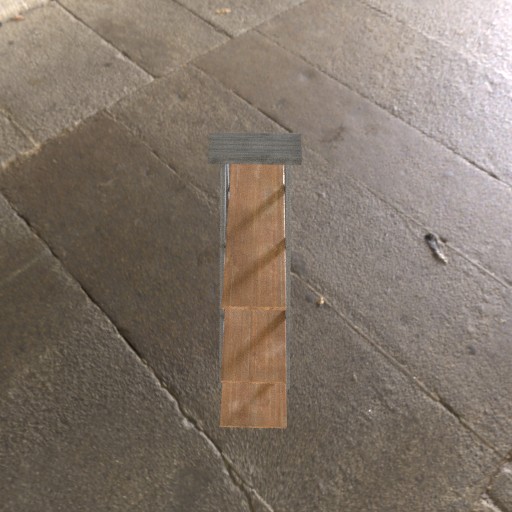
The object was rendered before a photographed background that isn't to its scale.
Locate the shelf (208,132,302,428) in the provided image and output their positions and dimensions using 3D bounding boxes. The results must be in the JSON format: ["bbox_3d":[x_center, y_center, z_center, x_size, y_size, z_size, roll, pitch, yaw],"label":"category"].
[{"bbox_3d":[0.000,0.000,2.726,0.508,1.808,1.746,1,58,1],"label":"shelf"}]
